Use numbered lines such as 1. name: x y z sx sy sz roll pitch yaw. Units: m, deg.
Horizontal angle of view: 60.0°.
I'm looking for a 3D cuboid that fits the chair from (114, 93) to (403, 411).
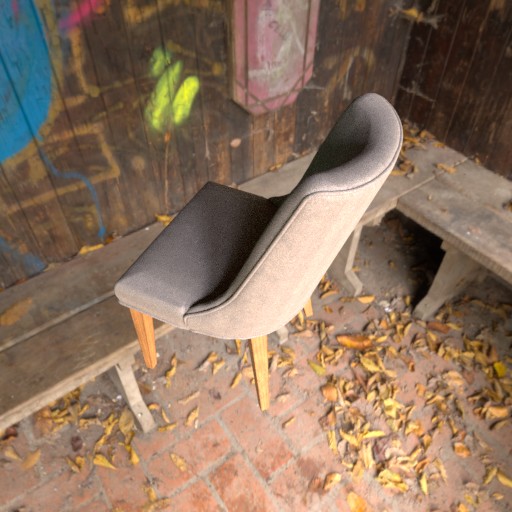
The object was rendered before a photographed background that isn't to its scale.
1. chair: 0.000 0.000 1.300 0.636 0.916 0.548 18 48 17
